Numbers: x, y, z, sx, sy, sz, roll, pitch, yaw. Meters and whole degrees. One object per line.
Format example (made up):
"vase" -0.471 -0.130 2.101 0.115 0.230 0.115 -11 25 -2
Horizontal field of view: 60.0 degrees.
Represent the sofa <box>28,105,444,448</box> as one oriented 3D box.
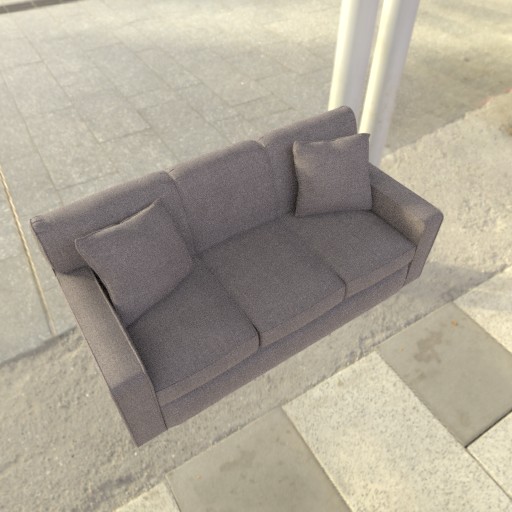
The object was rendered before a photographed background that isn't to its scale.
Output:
"sofa" 0.000 0.000 2.535 2.024 0.958 0.997 -26 51 -23
